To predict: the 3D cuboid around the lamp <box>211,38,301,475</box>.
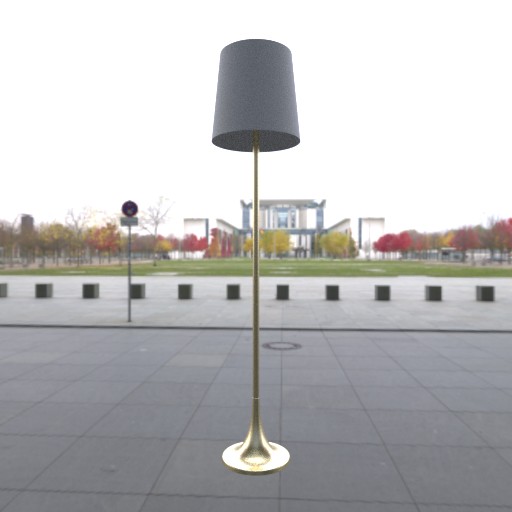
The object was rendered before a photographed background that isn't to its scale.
[{"bbox_3d":[0.000,0.000,1.686,0.337,1.543,0.337,0,0,0],"label":"lamp"}]
